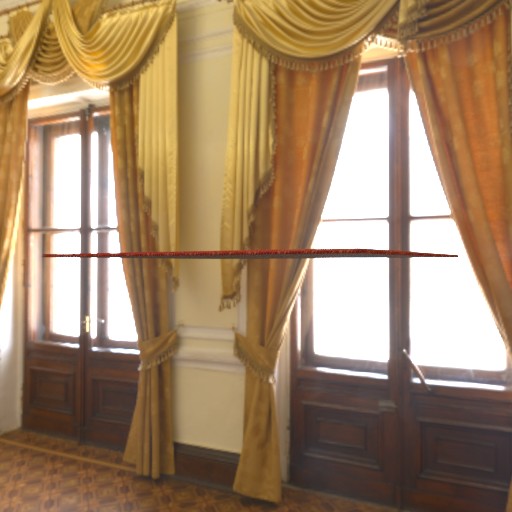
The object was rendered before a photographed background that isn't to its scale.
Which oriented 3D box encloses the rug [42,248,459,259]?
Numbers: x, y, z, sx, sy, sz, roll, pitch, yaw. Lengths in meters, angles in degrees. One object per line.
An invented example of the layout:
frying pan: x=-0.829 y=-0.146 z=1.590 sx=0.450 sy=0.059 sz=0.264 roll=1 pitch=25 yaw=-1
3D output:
rug: x=0.000 y=0.000 z=3.933 sx=2.905 sy=0.028 sz=2.340 roll=-1 pitch=-1 yaw=36
